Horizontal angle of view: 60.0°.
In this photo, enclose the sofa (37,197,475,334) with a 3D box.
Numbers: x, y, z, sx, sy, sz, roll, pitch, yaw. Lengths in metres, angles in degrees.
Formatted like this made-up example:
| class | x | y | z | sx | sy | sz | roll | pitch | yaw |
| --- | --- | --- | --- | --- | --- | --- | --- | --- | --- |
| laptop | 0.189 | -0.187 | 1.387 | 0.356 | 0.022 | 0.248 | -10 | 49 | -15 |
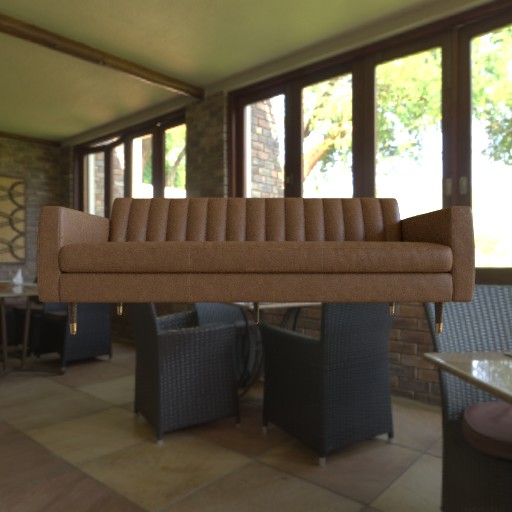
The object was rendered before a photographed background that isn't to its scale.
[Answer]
| class | x | y | z | sx | sy | sz | roll | pitch | yaw |
| --- | --- | --- | --- | --- | --- | --- | --- | --- | --- |
| sofa | 0.000 | 0.000 | 2.716 | 2.291 | 0.821 | 0.990 | 0 | 0 | 0 |
